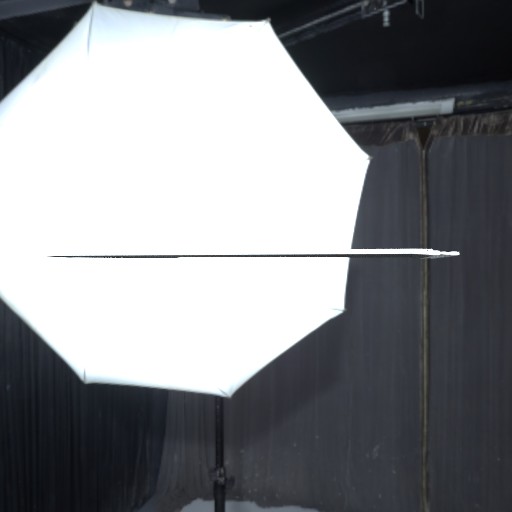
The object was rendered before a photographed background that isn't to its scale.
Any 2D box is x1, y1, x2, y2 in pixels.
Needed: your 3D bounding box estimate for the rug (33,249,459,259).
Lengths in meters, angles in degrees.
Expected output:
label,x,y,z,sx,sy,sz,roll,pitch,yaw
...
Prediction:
label,x,y,z,sx,sy,sz,roll,pitch,yaw
rug,0.000,0.000,2.922,2.307,0.031,1.494,0,-1,18
